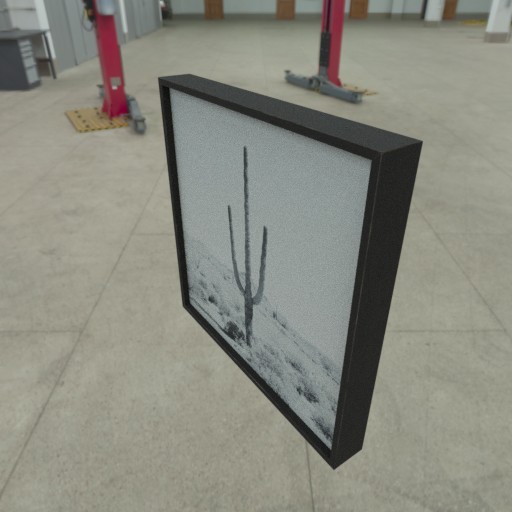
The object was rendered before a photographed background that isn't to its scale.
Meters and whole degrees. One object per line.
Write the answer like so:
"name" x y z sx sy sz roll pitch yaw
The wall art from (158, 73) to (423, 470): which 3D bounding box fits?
"wall art" 0.000 0.000 0.451 0.038 0.305 0.305 -20 37 -30
